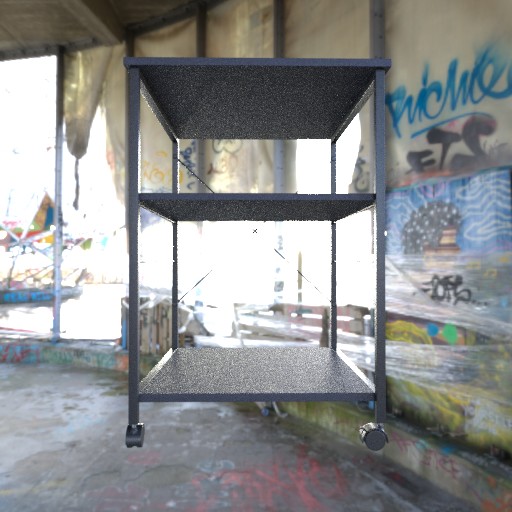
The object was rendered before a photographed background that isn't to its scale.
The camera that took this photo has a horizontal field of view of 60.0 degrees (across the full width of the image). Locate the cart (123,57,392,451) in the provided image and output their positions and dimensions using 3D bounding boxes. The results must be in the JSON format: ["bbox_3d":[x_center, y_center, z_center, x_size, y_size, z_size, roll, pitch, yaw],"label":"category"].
[{"bbox_3d":[0.000,0.000,1.114,0.521,0.762,0.520,0,-1,-1],"label":"cart"}]
